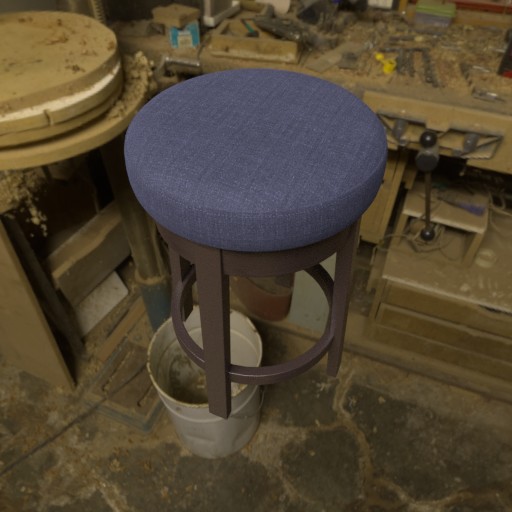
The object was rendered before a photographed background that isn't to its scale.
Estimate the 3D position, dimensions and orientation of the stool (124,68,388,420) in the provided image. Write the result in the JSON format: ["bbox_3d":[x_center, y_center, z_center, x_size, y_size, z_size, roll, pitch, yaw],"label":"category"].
[{"bbox_3d":[0.000,0.000,0.938,0.449,0.655,0.449,0,46,0],"label":"stool"}]
